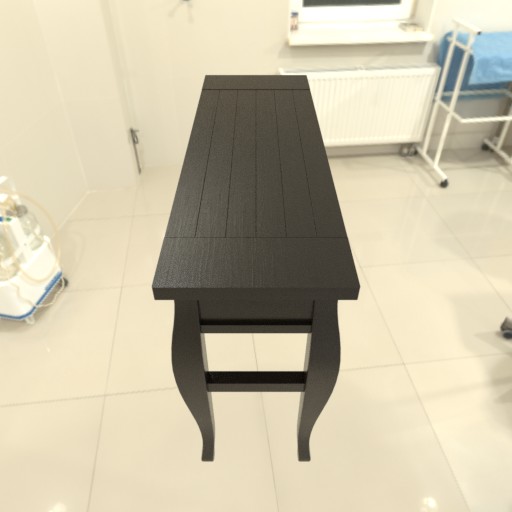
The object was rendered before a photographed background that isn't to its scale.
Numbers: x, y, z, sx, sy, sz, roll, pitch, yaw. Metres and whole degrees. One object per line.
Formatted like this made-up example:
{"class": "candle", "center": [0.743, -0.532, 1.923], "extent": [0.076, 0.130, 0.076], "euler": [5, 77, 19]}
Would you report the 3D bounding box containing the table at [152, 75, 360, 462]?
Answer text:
{"class": "table", "center": [0.000, 0.000, 1.407], "extent": [0.373, 0.768, 1.062], "euler": [0, 41, 0]}
